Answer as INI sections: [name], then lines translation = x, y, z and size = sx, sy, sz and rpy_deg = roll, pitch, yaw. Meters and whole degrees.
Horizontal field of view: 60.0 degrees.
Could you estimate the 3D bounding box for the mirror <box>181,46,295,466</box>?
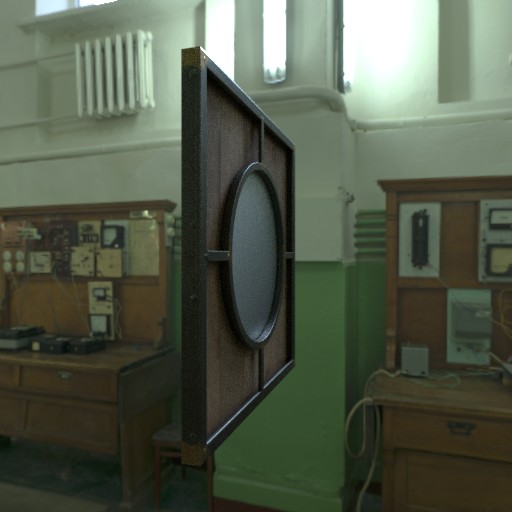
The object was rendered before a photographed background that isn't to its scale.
[mirror]
translation = 0.000, 0.000, 0.585
size = 0.020, 0.381, 0.382
rpy_deg = 0, 0, 18
